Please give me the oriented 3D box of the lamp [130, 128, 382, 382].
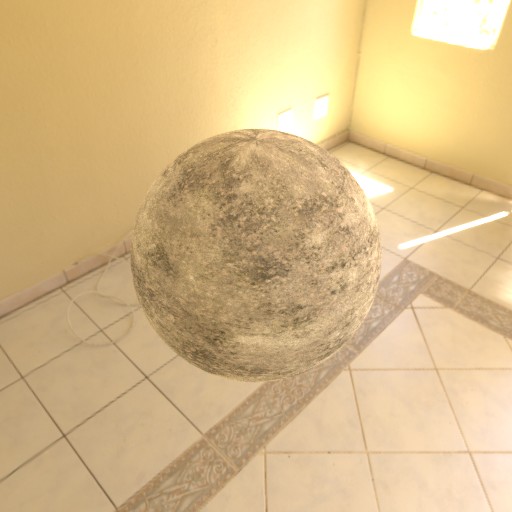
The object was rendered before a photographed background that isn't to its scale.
[{"bbox_3d":[0.000,0.000,0.773,0.422,0.429,0.422,0,39,0],"label":"lamp"}]
